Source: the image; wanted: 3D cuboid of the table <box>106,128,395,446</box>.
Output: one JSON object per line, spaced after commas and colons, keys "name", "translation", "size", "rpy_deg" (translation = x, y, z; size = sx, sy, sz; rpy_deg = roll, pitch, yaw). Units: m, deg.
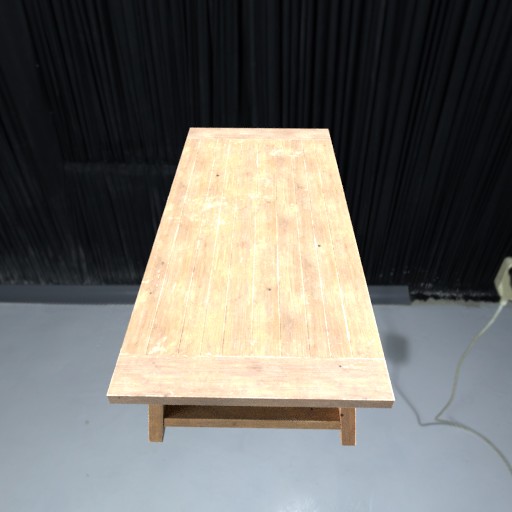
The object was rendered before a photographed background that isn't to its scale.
{"name": "table", "translation": [0.000, 0.000, 2.095], "size": [0.820, 0.465, 1.800], "rpy_deg": [1, 40, 1]}
